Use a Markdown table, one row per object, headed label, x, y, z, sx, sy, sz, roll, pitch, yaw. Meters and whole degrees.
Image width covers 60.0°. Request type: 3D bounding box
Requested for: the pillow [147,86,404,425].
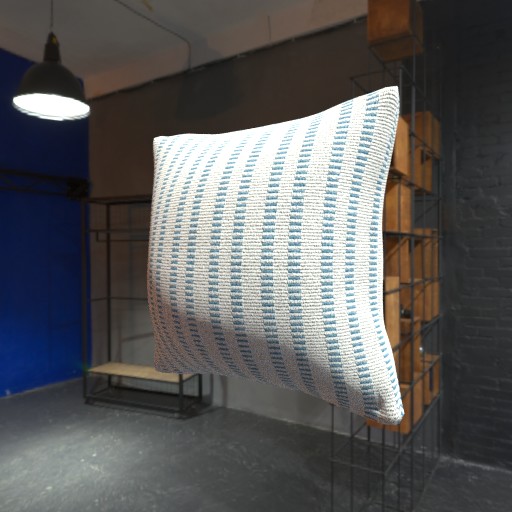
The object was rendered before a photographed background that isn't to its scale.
| label | x | y | z | sx | sy | sz | roll | pitch | yaw |
| --- | --- | --- | --- | --- | --- | --- | --- | --- | --- |
| pillow | 0.000 | 0.000 | 0.667 | 0.438 | 0.419 | 0.247 | 0 | 1 | 35 |
